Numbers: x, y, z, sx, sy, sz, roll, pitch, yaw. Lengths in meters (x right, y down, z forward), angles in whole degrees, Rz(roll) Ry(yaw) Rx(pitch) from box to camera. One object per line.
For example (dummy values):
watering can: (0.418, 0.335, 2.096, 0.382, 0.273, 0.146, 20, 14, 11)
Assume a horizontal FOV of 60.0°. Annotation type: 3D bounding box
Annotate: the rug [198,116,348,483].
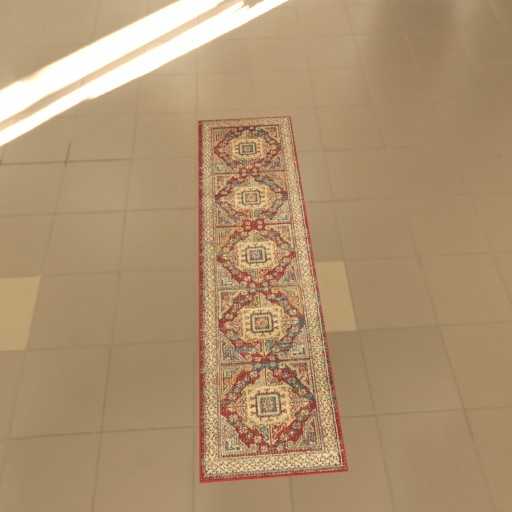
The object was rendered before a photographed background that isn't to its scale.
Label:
rug: (0.000, 0.000, 2.548, 0.659, 0.015, 2.292, -3, 59, -2)
